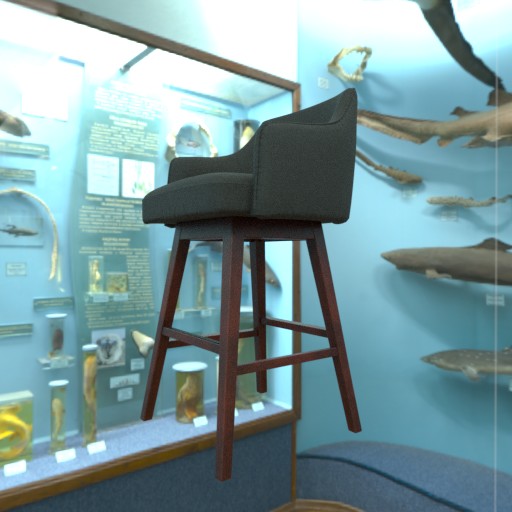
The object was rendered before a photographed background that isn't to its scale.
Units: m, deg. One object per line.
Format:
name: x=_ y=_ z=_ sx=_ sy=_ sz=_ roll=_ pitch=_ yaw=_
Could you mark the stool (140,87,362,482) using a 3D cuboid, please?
stool: x=0.000 y=0.000 z=1.344 sx=0.558 sy=1.012 sz=0.548 roll=0 pitch=0 yaw=-37
